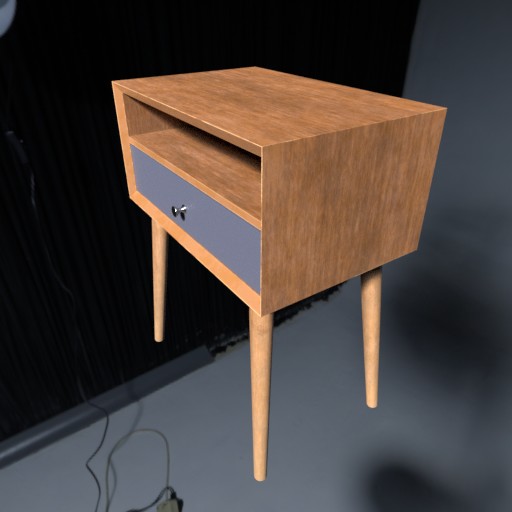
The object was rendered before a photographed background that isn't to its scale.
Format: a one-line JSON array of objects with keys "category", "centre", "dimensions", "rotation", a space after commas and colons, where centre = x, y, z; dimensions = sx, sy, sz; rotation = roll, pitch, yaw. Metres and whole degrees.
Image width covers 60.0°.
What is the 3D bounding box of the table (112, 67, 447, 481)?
[{"category": "table", "centre": [0.000, 0.000, 0.826], "dimensions": [0.307, 0.580, 0.454], "rotation": [-19, 36, -29]}]
